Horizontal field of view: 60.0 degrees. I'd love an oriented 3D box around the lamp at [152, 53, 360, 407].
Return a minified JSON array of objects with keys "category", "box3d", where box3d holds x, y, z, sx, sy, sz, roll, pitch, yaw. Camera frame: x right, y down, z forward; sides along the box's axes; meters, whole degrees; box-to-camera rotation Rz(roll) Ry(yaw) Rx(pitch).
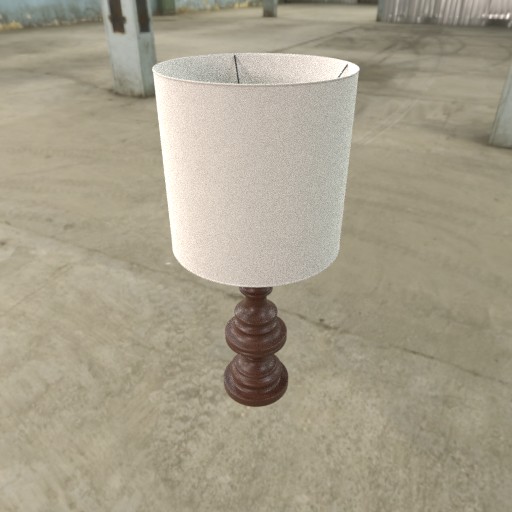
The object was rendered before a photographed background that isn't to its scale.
[{"category":"lamp","box3d":[0.000,0.000,0.572,0.208,0.455,0.208,-20,36,-29]}]
